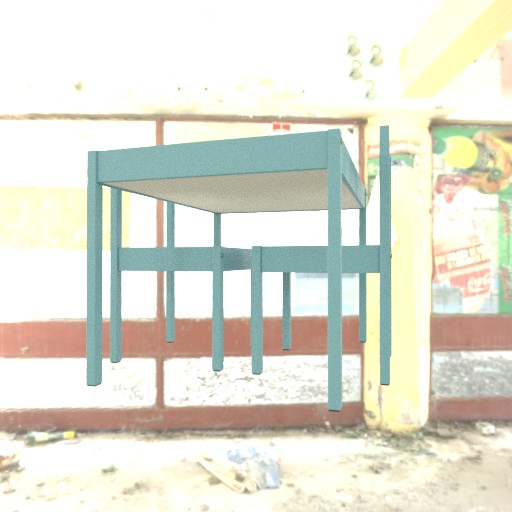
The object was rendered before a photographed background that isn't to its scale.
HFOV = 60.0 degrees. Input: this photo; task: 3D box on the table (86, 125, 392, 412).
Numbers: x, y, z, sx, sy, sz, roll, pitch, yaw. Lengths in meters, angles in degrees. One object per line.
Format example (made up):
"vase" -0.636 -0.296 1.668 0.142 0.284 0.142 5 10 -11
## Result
"table" 0.000 0.000 1.083 0.633 0.503 0.639 0 0 18
